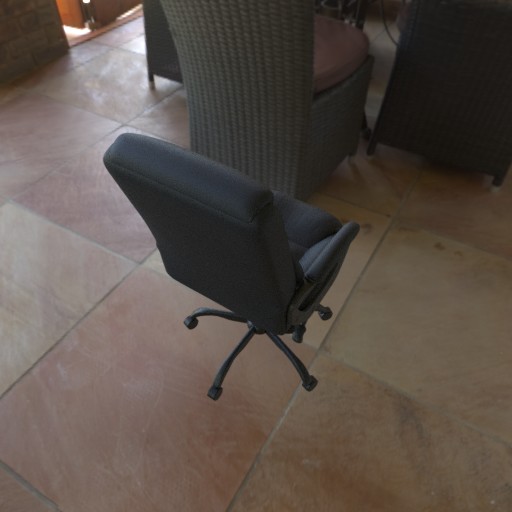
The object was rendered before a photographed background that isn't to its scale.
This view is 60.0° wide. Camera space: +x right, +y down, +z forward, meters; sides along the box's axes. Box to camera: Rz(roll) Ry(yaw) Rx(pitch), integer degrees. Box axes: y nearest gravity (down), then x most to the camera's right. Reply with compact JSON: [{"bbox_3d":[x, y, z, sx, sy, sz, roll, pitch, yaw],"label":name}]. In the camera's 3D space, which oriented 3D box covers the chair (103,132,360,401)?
[{"bbox_3d":[0.000,0.000,1.488,0.615,1.072,0.655,26,51,23],"label":"chair"}]
